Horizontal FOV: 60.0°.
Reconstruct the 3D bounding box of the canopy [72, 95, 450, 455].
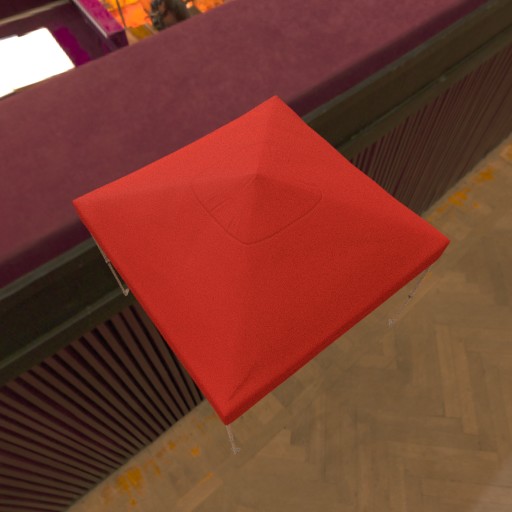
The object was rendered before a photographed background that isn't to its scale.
[{"bbox_3d":[0.000,0.000,5.503,2.998,2.997,2.996,-33,64,-19],"label":"canopy"}]
